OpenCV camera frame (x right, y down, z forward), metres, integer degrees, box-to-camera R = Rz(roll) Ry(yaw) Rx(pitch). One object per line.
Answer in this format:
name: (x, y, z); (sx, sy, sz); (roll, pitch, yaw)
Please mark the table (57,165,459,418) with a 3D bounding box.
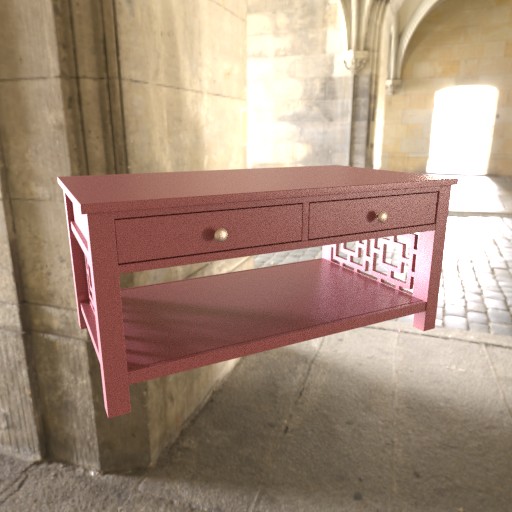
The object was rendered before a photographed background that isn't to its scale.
table: (0.000, 0.000, 1.412); (1.068, 0.493, 0.612); (-8, 18, -26)
